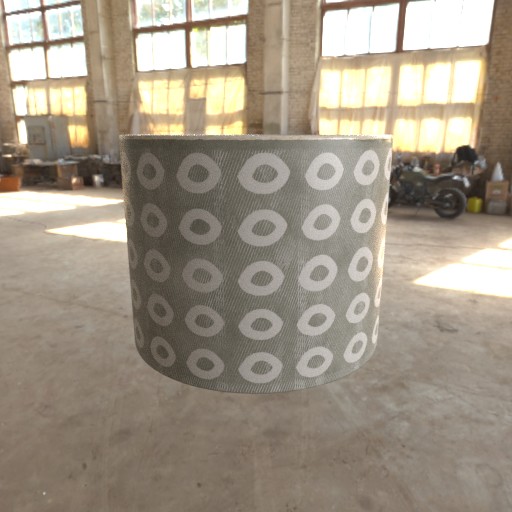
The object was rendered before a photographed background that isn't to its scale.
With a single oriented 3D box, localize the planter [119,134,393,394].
[{"bbox_3d":[0.000,0.000,0.453,0.250,0.239,0.250,0,15,0],"label":"planter"}]
